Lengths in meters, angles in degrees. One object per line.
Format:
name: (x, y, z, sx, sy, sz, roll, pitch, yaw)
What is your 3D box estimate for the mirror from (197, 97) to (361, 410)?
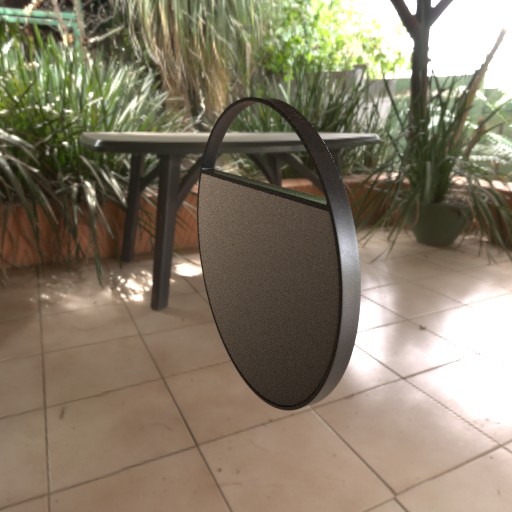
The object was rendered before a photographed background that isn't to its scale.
mirror: (0.000, 0.000, 0.838, 0.032, 0.565, 0.565, -9, 19, -26)
